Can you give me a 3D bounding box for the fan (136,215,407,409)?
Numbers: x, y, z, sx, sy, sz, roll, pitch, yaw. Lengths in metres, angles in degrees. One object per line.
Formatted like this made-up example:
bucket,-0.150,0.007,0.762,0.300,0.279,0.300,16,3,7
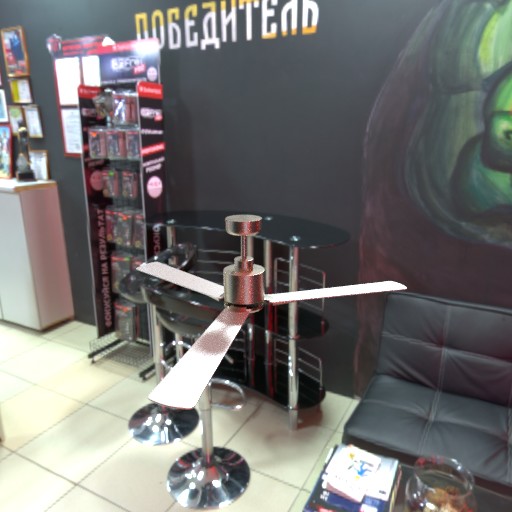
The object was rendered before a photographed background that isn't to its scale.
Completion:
fan,0.000,0.000,2.280,1.531,0.446,1.561,-9,18,-28
